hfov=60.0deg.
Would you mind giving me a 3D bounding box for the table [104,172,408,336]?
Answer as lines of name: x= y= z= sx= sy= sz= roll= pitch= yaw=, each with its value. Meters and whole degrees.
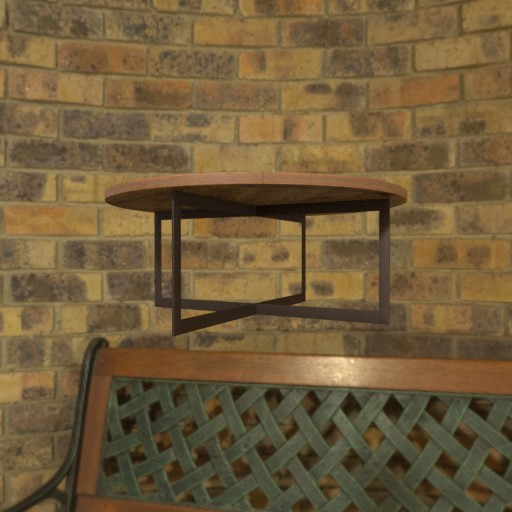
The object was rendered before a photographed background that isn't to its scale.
table: x=0.000 y=0.000 z=1.956 sx=1.264 sy=0.516 sz=1.264 roll=0 pitch=1 yaw=0
